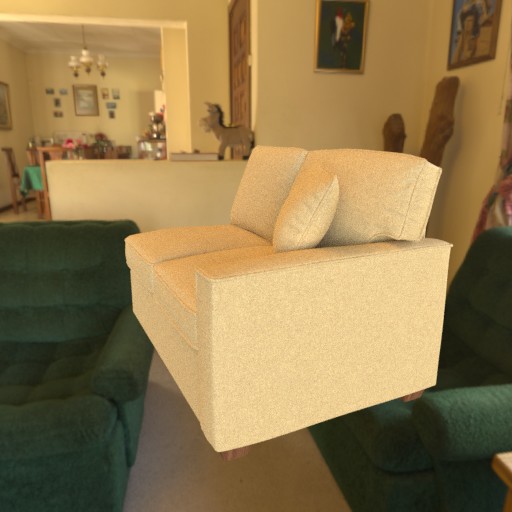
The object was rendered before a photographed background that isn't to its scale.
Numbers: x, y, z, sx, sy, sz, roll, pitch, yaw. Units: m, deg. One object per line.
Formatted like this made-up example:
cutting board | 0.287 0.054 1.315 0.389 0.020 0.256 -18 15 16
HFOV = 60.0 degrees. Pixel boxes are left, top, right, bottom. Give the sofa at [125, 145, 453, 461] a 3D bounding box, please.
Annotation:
sofa | 0.000 0.000 2.075 0.991 0.989 1.388 -7 16 -25
